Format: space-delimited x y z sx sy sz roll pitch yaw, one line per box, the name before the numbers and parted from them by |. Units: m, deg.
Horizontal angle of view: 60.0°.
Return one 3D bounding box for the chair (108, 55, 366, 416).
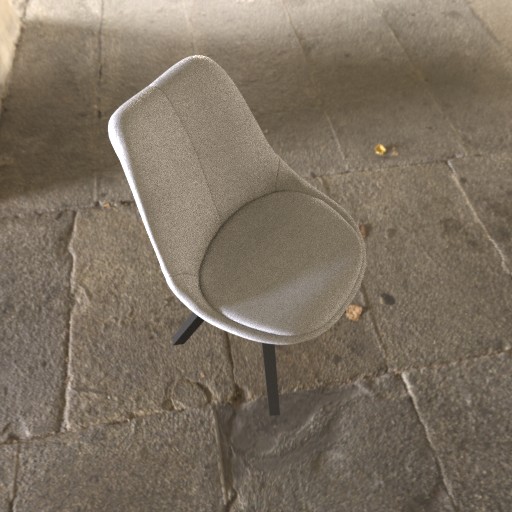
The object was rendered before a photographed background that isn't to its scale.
chair | 0.000 0.000 1.176 0.550 0.850 0.485 30 62 18
